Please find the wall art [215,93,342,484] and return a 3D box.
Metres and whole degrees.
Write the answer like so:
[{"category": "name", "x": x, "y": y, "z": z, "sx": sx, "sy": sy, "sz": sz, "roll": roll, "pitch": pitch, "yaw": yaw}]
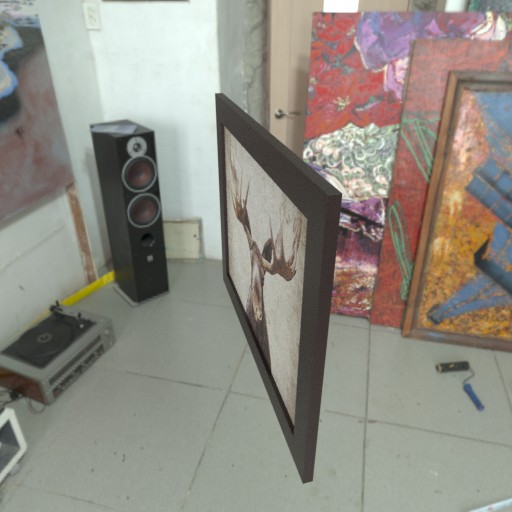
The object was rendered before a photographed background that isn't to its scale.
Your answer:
[{"category": "wall art", "x": 0.000, "y": 0.000, "z": 1.641, "sx": 0.034, "sy": 0.952, "sz": 1.207, "roll": -8, "pitch": 31, "yaw": -13}]
